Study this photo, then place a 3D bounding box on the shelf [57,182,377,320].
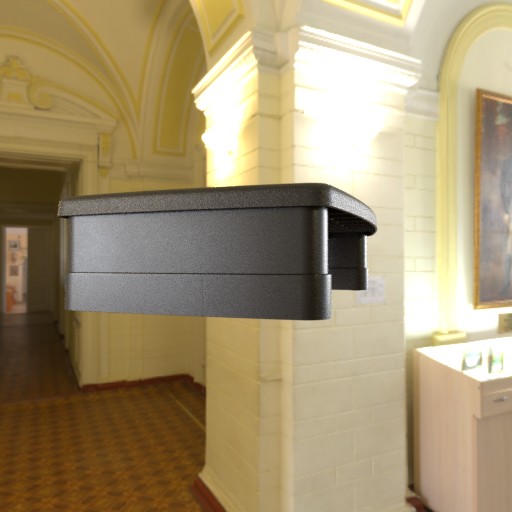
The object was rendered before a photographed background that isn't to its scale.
[{"bbox_3d":[0.000,0.000,0.534,0.280,0.100,0.410,0,-1,19],"label":"shelf"}]
